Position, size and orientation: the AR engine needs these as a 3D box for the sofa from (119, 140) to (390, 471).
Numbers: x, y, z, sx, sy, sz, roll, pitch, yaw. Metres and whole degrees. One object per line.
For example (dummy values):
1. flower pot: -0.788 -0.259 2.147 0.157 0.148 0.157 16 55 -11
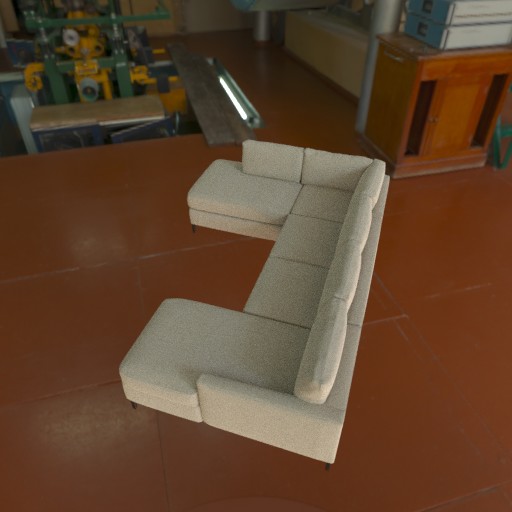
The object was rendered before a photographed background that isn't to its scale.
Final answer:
1. sofa: 0.000 0.000 3.889 1.989 0.862 2.984 12 41 14
